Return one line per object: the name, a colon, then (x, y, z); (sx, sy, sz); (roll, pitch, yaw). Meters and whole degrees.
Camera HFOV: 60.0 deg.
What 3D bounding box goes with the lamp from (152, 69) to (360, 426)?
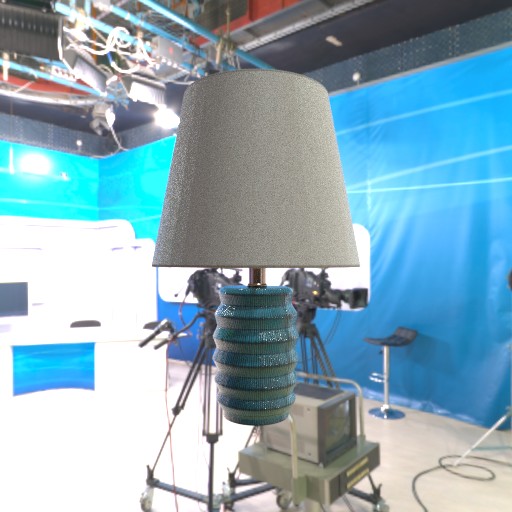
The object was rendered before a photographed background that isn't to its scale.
lamp: (0.000, 0.000, 0.553); (0.254, 0.392, 0.254); (0, -1, 0)
